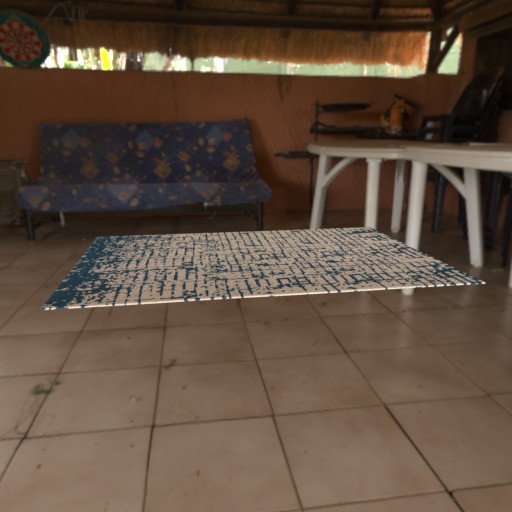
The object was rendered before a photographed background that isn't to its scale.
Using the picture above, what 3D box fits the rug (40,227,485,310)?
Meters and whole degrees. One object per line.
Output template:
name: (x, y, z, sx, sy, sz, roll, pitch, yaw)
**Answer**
rug: (0.000, 0.000, 2.368, 1.828, 0.007, 1.220, -3, 15, -9)
